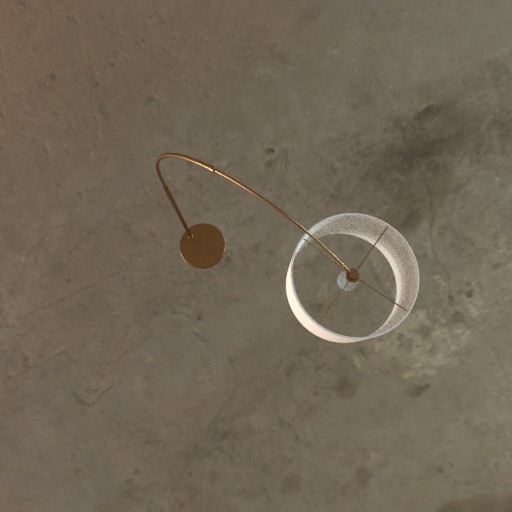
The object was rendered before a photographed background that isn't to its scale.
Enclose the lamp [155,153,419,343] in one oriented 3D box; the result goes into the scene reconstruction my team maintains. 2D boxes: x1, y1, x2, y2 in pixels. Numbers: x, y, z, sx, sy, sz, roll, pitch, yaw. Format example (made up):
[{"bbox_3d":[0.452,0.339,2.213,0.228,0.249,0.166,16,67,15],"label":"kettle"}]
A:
[{"bbox_3d":[0.000,0.000,2.580,1.434,1.927,0.493,36,79,8],"label":"lamp"}]
